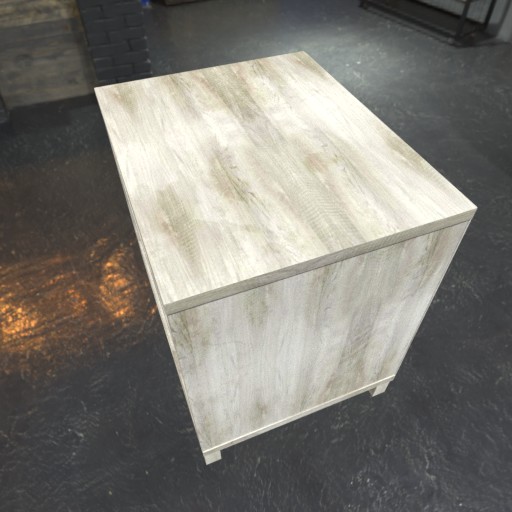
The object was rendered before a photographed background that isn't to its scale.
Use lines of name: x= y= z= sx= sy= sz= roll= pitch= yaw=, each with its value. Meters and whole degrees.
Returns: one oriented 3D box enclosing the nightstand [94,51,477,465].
nightstand: x=0.000 y=0.000 z=0.732 sx=0.347 sy=0.448 sz=0.427 roll=-16 pitch=50 yaw=-15
